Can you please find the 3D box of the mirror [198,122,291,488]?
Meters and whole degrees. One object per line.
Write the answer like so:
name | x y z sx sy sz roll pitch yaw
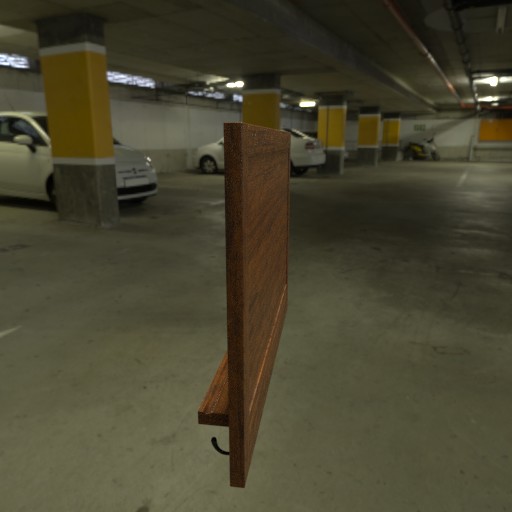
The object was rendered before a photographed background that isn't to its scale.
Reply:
mirror | 0.000 0.000 0.977 0.084 0.537 0.758 2 15 9
